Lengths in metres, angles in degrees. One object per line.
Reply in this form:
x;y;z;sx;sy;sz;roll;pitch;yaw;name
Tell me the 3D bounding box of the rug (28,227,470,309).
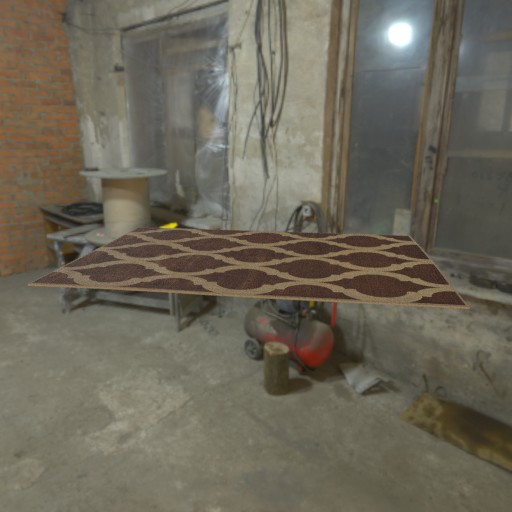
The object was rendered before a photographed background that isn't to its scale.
0.000;0.000;2.973;2.290;0.014;1.526;2;16;8;rug
